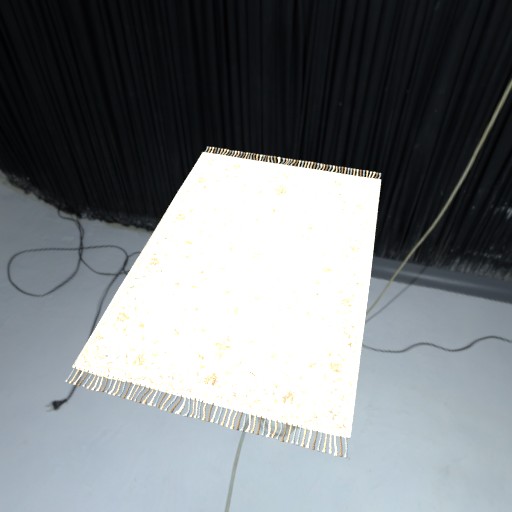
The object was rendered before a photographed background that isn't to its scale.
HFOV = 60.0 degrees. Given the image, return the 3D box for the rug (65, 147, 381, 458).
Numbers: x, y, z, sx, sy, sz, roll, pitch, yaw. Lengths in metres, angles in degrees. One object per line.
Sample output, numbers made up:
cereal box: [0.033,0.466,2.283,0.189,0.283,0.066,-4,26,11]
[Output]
rug: [0.000,0.000,2.393,1.218,0.017,1.861,11,48,10]
